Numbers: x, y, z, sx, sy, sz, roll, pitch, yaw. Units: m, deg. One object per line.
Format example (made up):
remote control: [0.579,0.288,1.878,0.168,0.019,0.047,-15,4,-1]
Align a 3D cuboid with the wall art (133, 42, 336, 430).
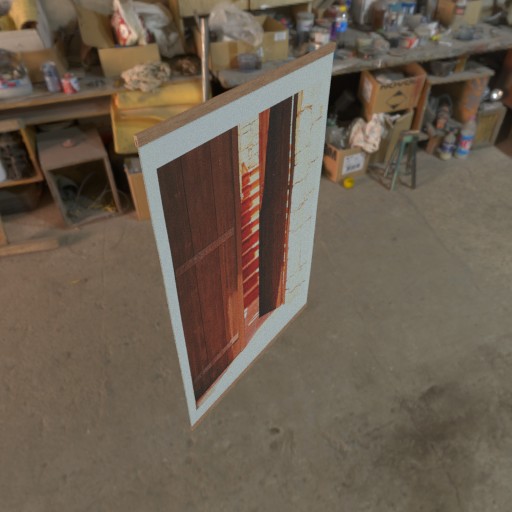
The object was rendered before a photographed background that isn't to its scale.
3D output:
wall art: [0.000,0.000,1.937,0.019,1.527,1.019,27,48,27]
